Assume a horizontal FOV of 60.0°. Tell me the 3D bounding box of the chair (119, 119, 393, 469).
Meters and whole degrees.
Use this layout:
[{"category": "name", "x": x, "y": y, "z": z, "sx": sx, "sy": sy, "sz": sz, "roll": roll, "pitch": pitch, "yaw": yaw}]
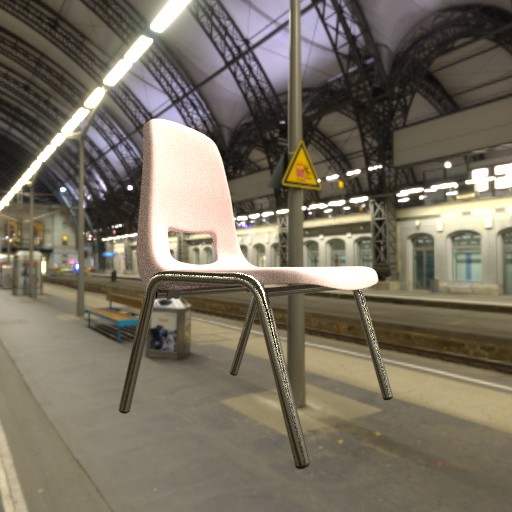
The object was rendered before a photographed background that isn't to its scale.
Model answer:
[{"category": "chair", "x": 0.000, "y": 0.000, "z": 0.796, "sx": 0.385, "sy": 0.537, "sz": 0.354, "roll": -1, "pitch": -1, "yaw": 34}]
